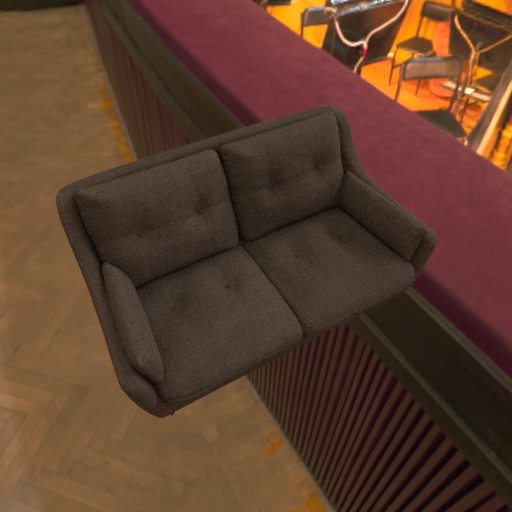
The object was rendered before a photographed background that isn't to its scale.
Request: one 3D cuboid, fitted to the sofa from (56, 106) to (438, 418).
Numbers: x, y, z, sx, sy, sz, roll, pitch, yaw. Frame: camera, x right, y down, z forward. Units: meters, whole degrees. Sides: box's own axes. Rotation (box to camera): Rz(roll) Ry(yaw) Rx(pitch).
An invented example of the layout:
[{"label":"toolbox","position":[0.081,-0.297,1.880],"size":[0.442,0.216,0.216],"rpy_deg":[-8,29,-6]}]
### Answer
[{"label":"sofa","position":[0.000,0.000,2.256],"size":[1.646,0.887,0.976],"rpy_deg":[-23,51,-20]}]
